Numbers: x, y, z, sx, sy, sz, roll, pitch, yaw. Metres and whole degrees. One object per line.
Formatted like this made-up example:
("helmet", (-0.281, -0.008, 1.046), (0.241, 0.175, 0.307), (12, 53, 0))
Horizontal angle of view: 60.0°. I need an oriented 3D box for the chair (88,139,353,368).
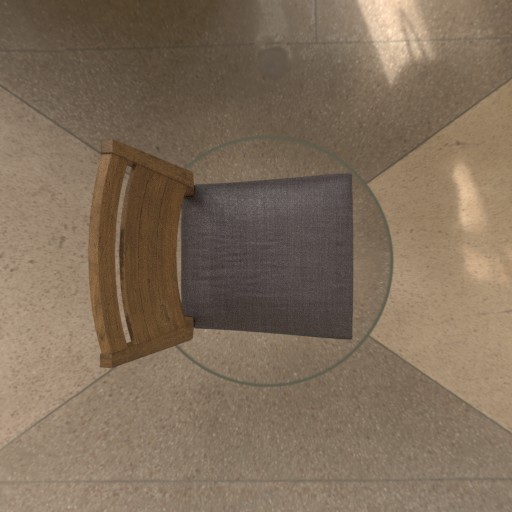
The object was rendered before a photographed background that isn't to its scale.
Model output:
("chair", (0.000, 0.000, 1.281), (0.610, 0.939, 0.501), (0, 89, 1))
